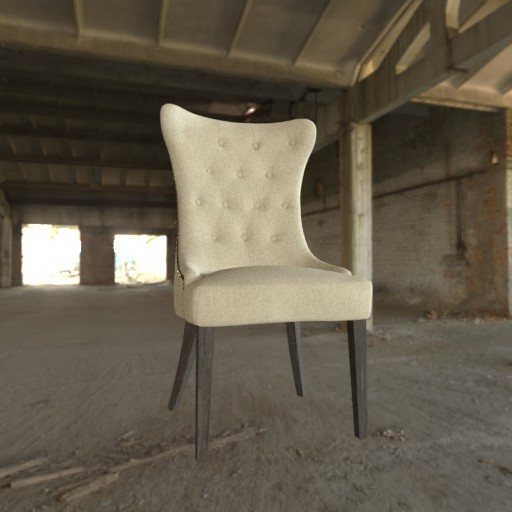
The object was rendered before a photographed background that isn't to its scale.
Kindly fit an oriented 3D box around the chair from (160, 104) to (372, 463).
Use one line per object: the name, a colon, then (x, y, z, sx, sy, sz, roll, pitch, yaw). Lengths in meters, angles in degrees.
chair: (0.000, 0.000, 1.450, 0.584, 1.065, 0.590, 0, -1, -19)
